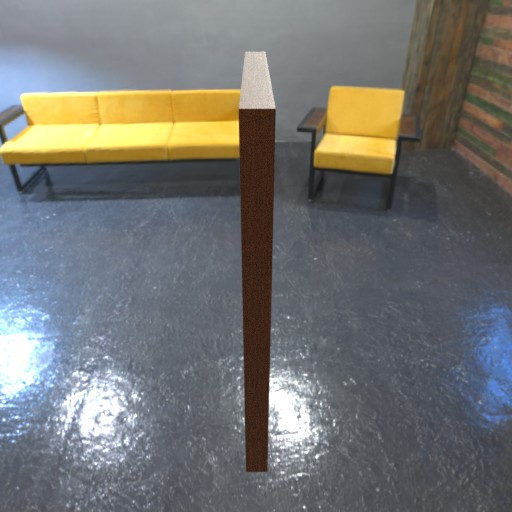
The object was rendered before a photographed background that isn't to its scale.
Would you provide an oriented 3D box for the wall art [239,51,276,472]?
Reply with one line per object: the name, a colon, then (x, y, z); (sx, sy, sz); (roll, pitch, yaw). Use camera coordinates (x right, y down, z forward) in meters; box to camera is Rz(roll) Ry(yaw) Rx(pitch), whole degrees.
wall art: (0.000, 0.000, 0.656); (0.032, 0.510, 0.358); (0, 32, 0)
